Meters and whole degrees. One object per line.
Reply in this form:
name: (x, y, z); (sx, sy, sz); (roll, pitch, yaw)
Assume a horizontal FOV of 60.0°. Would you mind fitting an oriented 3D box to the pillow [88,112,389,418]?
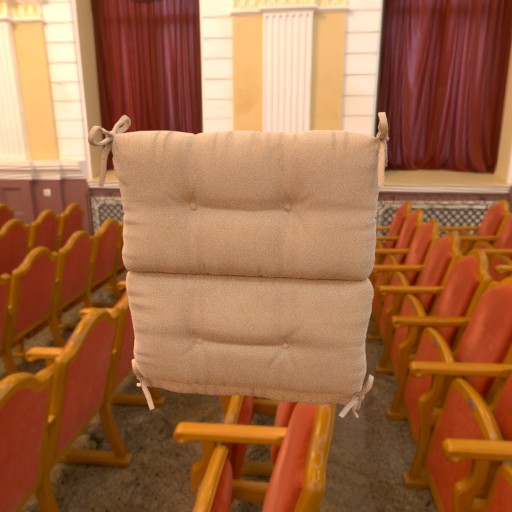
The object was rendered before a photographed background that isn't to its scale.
pillow: (0.000, 0.000, 1.025); (0.519, 0.605, 0.571); (2, 15, 8)
